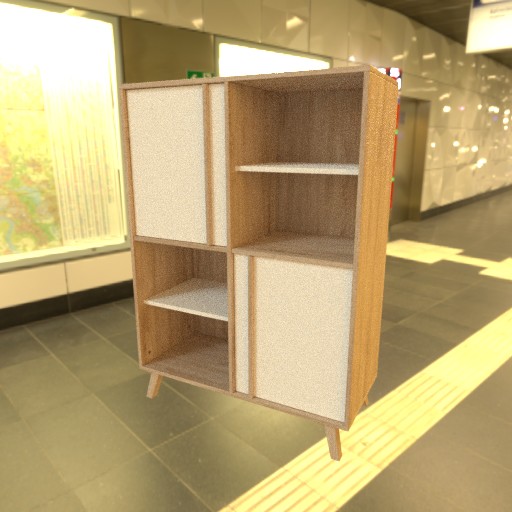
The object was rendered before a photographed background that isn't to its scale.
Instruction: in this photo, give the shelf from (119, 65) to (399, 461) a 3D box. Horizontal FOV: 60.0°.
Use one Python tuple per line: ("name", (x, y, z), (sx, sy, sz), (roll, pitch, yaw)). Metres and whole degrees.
("shelf", (0.000, 0.000, 1.901), (1.000, 1.390, 0.450), (8, 16, 27))
